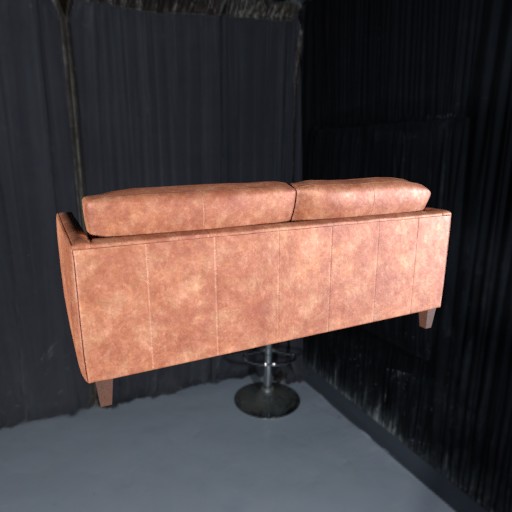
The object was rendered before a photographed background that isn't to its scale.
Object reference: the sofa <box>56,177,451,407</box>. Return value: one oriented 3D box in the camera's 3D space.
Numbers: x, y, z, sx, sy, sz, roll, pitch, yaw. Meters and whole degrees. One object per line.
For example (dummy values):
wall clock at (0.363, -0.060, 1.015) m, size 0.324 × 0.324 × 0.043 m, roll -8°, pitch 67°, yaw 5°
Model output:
sofa at (0.000, 0.000, 2.459) m, size 1.971 × 0.863 × 0.923 m, roll -7°, pitch 15°, yaw -26°
